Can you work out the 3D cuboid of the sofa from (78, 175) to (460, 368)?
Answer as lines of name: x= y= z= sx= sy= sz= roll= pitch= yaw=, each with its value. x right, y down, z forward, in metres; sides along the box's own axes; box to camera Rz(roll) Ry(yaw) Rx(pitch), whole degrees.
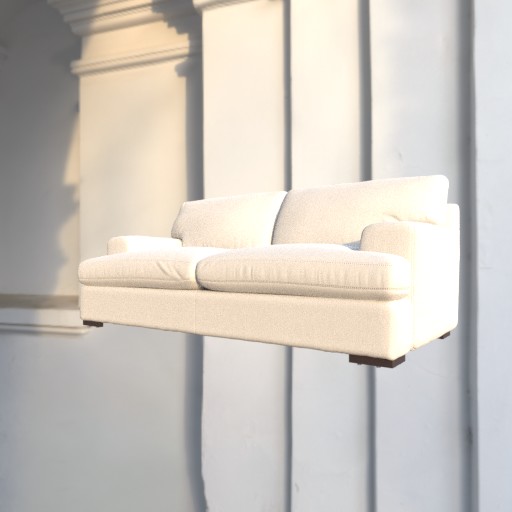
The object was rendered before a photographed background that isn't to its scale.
sofa: x=0.000 y=0.000 z=2.810 sx=2.261 sy=0.940 sz=1.143 roll=-1 pitch=-1 yaw=36
